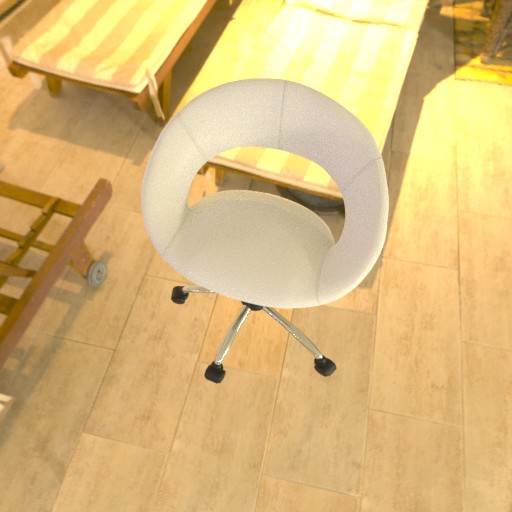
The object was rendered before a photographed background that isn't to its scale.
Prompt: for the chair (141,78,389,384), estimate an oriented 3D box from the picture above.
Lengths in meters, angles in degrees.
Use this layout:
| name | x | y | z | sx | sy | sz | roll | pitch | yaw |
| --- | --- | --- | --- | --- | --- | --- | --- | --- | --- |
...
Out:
| name | x | y | z | sx | sy | sz | roll | pitch | yaw |
| --- | --- | --- | --- | --- | --- | --- | --- | --- | --- |
| chair | 0.000 | 0.000 | 1.201 | 0.612 | 0.791 | 0.538 | 16 | 60 | 9 |
